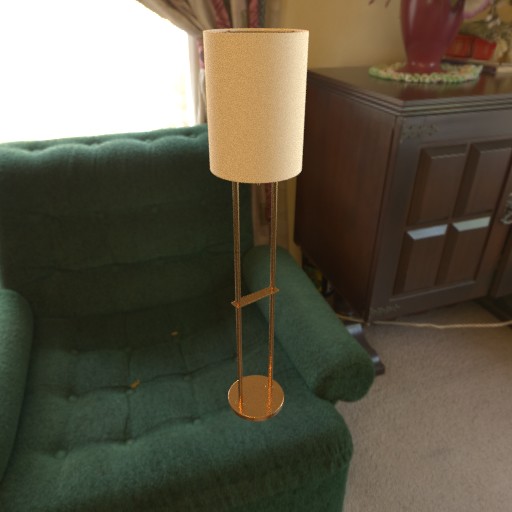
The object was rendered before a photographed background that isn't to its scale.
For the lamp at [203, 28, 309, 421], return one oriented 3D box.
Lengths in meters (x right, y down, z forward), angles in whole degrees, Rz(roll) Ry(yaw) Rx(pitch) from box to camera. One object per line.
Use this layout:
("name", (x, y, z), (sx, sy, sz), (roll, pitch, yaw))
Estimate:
("lamp", (0.000, 0.000, 1.653), (0.306, 1.500, 0.305), (-20, 35, -31))
